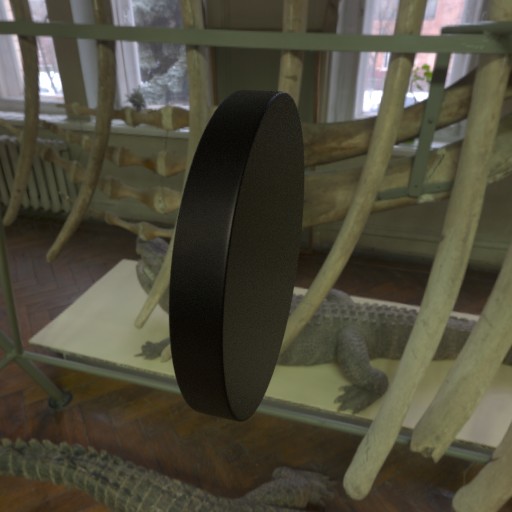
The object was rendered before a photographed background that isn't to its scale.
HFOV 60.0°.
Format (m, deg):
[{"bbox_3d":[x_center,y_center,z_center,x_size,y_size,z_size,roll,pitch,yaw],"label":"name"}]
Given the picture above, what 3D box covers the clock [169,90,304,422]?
[{"bbox_3d":[0.000,0.000,0.448,0.040,0.314,0.314,8,29,14],"label":"clock"}]
